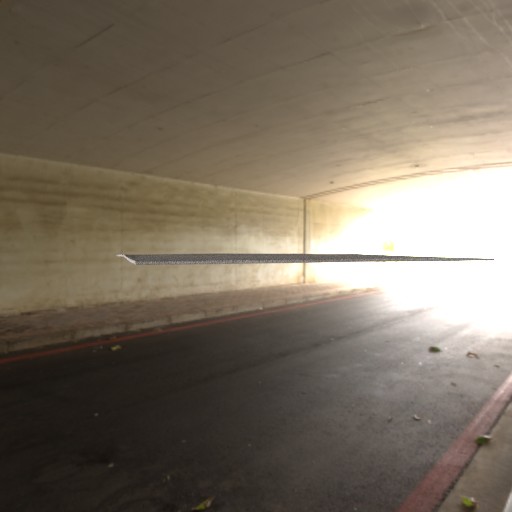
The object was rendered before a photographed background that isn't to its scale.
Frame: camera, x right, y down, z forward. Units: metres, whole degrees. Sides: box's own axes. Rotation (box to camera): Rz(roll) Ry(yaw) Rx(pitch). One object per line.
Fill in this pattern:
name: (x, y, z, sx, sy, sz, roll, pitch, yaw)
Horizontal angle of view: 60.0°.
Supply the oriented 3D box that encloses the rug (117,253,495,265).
rug: (0.000, 0.000, 4.949, 2.873, 0.053, 3.778, 0, 1, -19)
